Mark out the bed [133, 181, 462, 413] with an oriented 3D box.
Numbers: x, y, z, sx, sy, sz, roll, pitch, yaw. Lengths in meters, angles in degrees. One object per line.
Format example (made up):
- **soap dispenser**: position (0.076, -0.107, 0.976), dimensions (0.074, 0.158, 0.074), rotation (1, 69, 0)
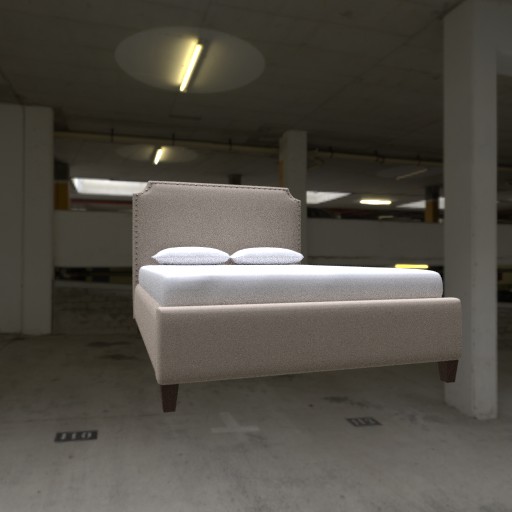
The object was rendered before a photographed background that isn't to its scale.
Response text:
- **bed**: position (0.000, 0.000, 3.359), dimensions (1.713, 1.443, 2.372), rotation (0, 0, -18)
